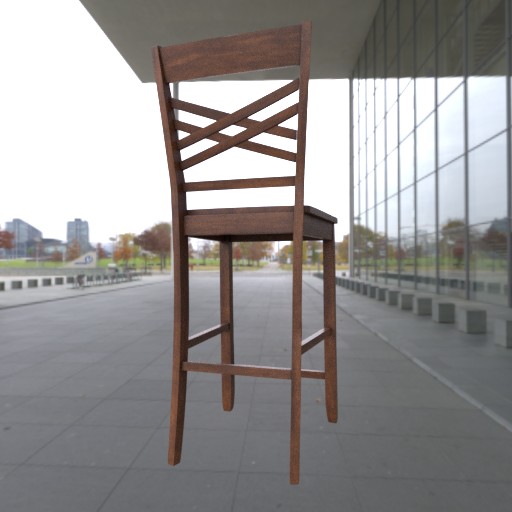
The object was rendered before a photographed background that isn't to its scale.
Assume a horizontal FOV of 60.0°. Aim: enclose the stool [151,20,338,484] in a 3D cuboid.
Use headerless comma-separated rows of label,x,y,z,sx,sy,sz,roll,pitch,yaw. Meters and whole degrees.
stool,0.000,0.000,1.318,0.426,1.098,0.504,0,-1,18
